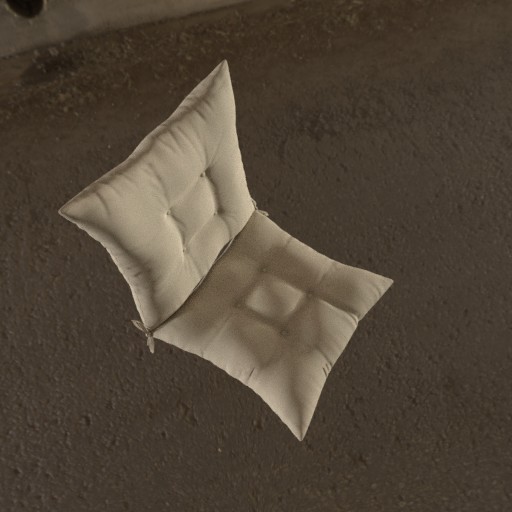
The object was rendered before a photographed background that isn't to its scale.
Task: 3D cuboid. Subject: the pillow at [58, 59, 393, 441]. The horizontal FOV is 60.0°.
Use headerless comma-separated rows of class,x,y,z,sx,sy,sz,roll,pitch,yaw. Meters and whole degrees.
pillow,0.000,0.000,1.025,0.585,0.536,0.541,29,63,17
